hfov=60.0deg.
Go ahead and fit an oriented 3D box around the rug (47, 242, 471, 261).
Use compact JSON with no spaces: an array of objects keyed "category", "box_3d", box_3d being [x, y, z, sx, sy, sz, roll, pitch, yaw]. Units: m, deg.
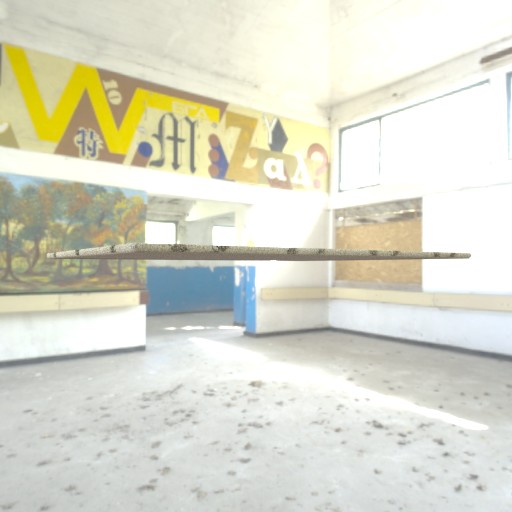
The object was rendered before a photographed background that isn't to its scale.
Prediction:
[{"category":"rug","box_3d":[0.000,0.000,2.074,1.600,0.025,1.200,1,-2,-35]}]
